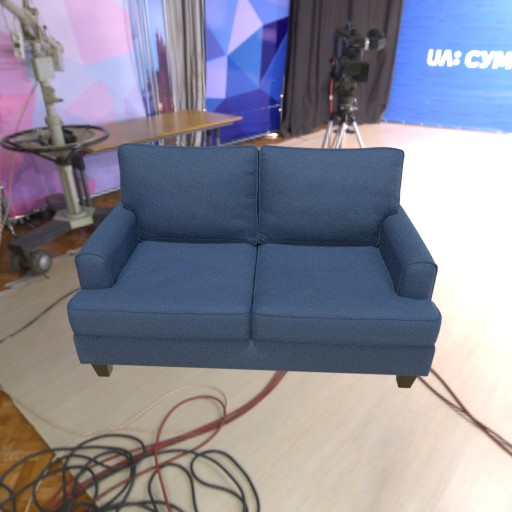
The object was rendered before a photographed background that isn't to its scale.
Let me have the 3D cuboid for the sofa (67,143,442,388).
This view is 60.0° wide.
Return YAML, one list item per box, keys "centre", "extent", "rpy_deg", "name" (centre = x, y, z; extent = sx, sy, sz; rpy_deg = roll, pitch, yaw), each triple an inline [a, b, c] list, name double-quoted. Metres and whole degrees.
- centre: [0.000, 0.000, 2.264]
  extent: [1.651, 0.965, 0.965]
  rpy_deg: [1, 30, 3]
  name: "sofa"
